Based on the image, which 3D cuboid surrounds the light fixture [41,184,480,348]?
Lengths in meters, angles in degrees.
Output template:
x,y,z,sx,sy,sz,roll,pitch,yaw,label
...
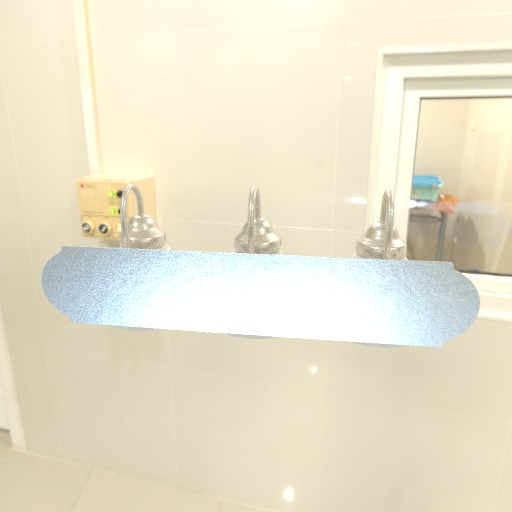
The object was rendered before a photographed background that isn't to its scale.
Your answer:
x,y,z,sx,sy,sz,roll,pitch,yaw,label
0.000,0.000,0.698,0.610,0.222,0.199,2,17,8,light fixture
